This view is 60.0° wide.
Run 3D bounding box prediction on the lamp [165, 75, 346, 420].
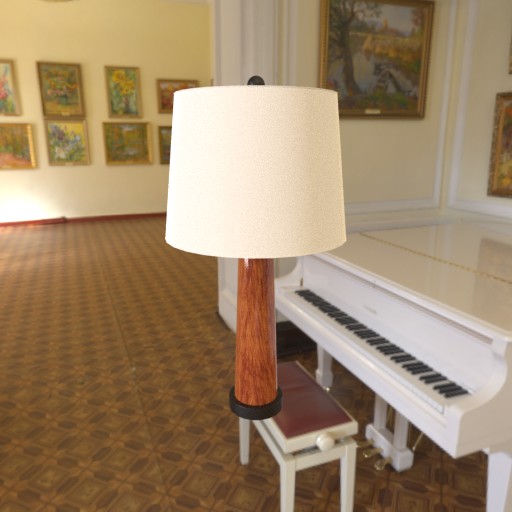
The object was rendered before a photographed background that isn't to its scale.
[{"bbox_3d":[0.000,0.000,0.878,0.349,0.667,0.349,0,15,0],"label":"lamp"}]
